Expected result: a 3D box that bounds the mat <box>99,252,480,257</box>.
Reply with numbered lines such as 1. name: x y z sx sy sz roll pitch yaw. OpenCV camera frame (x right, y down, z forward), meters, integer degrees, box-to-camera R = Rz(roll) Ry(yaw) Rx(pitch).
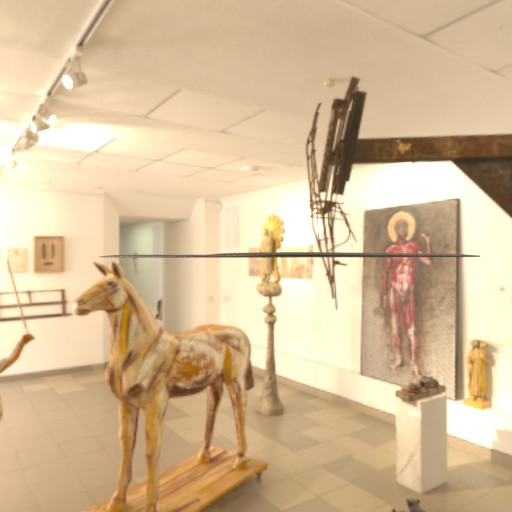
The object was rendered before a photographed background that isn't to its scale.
1. mat: 0.000 0.000 1.849 0.918 0.013 1.524 0 0 -36
